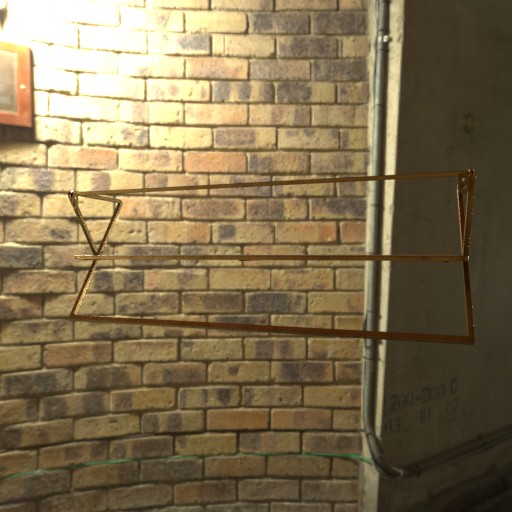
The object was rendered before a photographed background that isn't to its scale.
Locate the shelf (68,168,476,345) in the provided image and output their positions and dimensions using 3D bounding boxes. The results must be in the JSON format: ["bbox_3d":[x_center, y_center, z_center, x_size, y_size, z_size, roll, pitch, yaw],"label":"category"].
[{"bbox_3d":[0.000,0.000,0.743,0.645,0.229,0.150,0,0,19],"label":"shelf"}]
